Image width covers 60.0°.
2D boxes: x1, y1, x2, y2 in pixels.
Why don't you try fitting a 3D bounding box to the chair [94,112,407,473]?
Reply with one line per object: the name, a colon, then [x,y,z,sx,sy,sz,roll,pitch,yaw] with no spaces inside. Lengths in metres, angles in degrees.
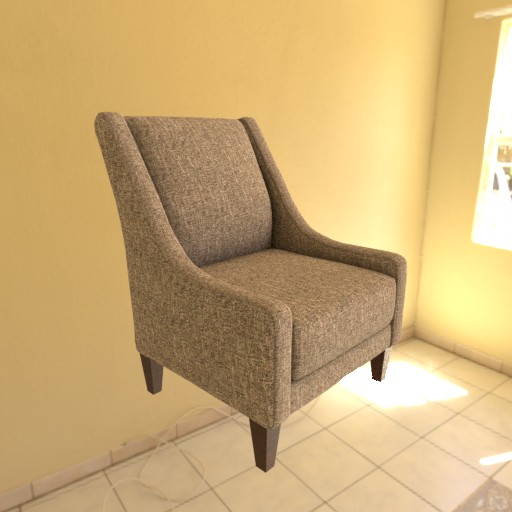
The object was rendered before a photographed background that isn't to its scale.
chair: [0.000,0.000,1.635,0.870,1.014,0.774,14,21,42]
